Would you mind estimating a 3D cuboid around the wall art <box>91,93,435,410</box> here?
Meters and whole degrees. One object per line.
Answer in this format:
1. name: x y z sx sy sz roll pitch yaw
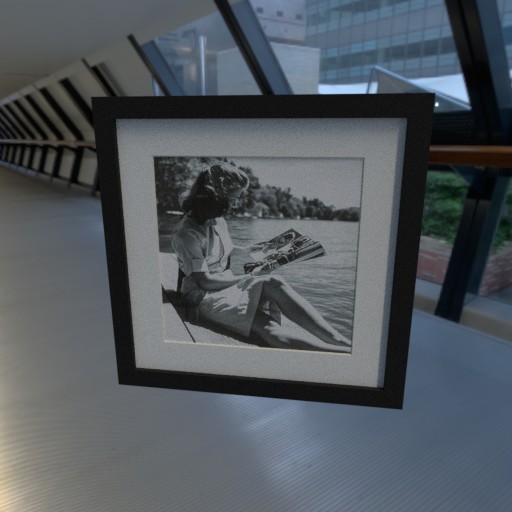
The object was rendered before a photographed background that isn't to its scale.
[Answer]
1. wall art: 0.000 0.000 0.448 0.308 0.305 0.030 2 16 8
